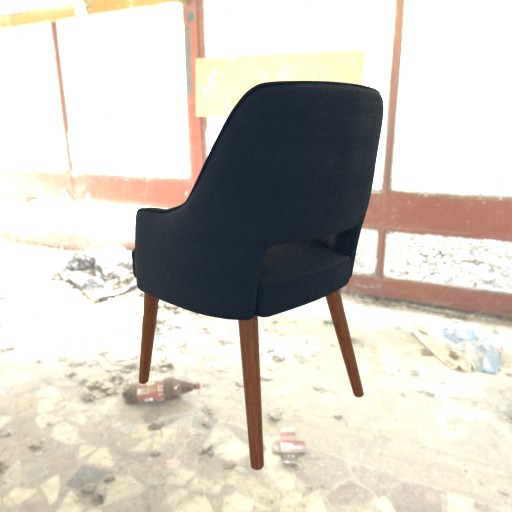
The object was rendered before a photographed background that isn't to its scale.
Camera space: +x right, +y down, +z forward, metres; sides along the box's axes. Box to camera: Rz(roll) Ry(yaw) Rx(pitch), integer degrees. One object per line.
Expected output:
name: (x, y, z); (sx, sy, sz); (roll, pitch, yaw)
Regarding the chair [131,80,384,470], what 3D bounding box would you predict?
chair: (0.000, 0.000, 1.205); (0.559, 0.844, 0.591); (-15, 22, -42)
